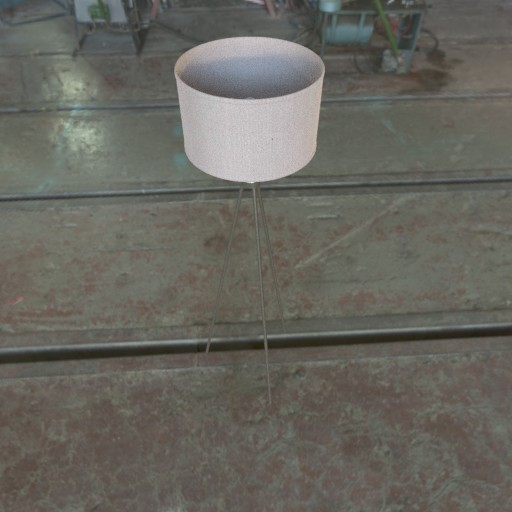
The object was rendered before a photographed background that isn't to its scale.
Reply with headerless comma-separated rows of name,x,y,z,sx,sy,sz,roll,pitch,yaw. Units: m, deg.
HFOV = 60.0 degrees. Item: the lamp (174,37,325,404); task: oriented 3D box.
lamp,0.000,0.000,1.778,0.449,1.545,0.460,32,54,27
